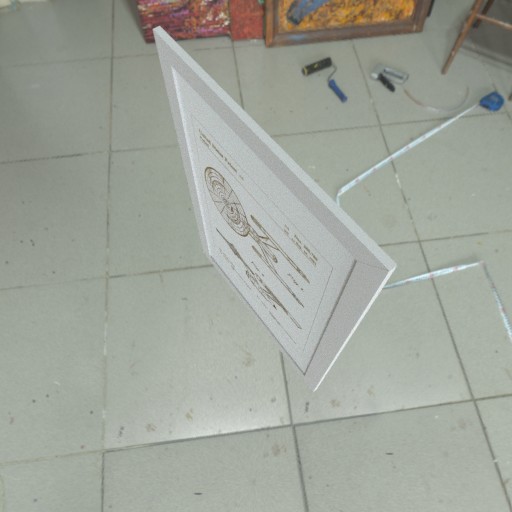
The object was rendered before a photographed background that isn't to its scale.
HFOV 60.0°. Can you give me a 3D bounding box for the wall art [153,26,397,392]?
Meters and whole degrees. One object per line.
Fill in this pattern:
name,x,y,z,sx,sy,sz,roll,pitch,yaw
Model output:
wall art,0.000,0.000,0.814,0.011,0.659,0.454,-34,68,-16
